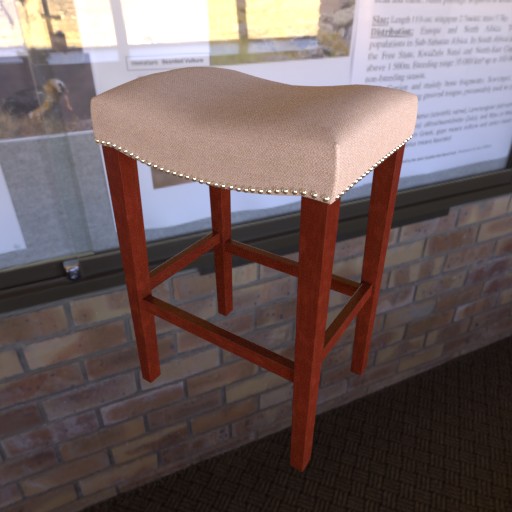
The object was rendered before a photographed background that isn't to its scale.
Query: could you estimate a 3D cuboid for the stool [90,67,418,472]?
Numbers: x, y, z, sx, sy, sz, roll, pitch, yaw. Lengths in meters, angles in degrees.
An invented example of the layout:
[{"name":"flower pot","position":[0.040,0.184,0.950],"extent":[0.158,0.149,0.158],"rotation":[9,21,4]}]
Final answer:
[{"name":"stool","position":[0.000,0.000,0.995],"extent":[0.504,0.742,0.372],"rotation":[19,37,28]}]
